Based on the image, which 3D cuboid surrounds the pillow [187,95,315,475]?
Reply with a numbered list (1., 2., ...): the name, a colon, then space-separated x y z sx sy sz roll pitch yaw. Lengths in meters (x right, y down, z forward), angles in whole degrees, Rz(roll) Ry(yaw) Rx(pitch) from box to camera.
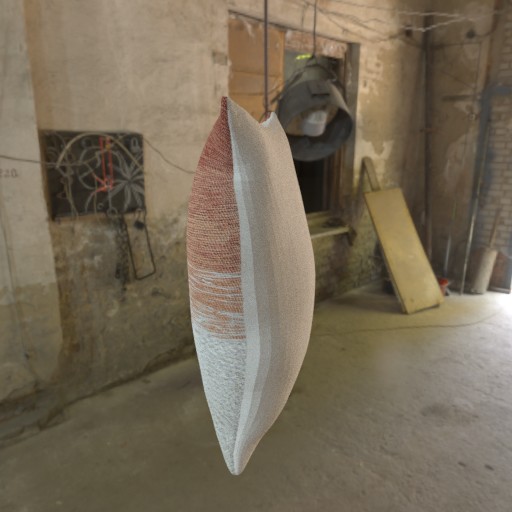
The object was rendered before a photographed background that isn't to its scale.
1. pillow: 0.000 0.000 0.678 0.182 0.441 0.440 2 15 8
